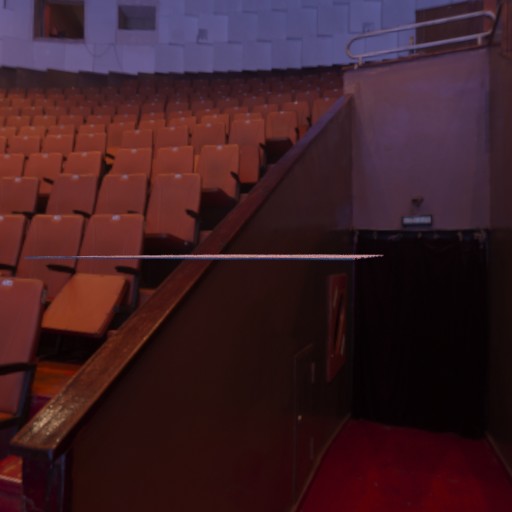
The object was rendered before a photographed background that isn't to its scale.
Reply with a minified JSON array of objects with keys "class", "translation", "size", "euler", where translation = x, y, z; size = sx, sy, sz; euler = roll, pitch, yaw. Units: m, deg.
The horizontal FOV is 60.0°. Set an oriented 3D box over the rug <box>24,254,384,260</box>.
[{"class":"rug","translation":[0.000,0.000,2.927],"size":[1.522,0.010,2.311],"euler":[0,0,19]}]
